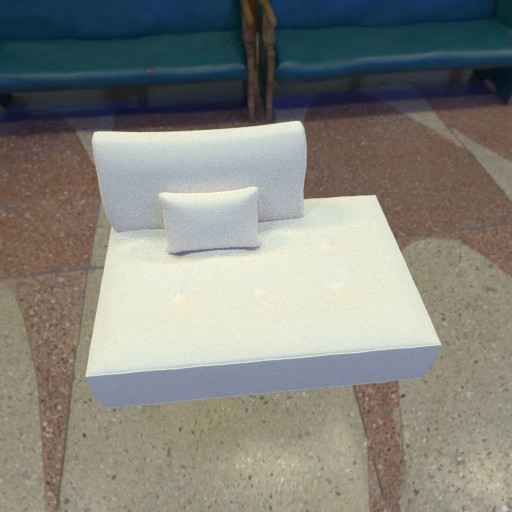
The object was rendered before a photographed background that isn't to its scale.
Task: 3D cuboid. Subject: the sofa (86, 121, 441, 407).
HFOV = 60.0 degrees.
[{"bbox_3d":[0.000,0.000,2.054,1.450,0.820,1.000,-4,47,-4],"label":"sofa"}]
